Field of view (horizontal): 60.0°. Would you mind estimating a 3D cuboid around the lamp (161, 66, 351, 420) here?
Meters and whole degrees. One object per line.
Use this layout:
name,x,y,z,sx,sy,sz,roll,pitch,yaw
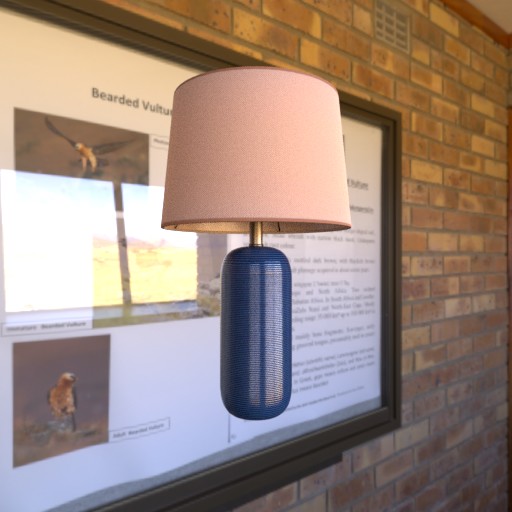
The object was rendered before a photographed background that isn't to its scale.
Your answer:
lamp,0.000,0.000,0.871,0.367,0.609,0.367,0,0,0
